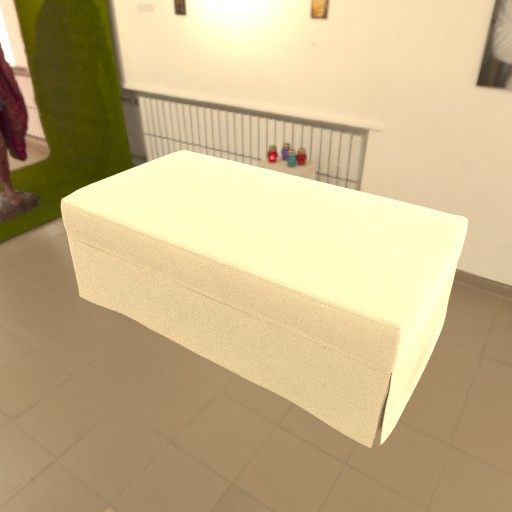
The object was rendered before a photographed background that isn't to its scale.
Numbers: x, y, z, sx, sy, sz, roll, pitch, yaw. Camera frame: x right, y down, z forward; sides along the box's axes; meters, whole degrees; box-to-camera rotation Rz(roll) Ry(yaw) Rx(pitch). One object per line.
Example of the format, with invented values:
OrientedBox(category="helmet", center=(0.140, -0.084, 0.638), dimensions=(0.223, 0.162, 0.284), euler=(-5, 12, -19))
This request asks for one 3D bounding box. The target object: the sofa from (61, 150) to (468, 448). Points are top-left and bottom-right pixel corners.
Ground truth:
OrientedBox(category="sofa", center=(0.000, 0.000, 2.096), dimensions=(1.677, 0.552, 0.939), euler=(20, 37, 28))
